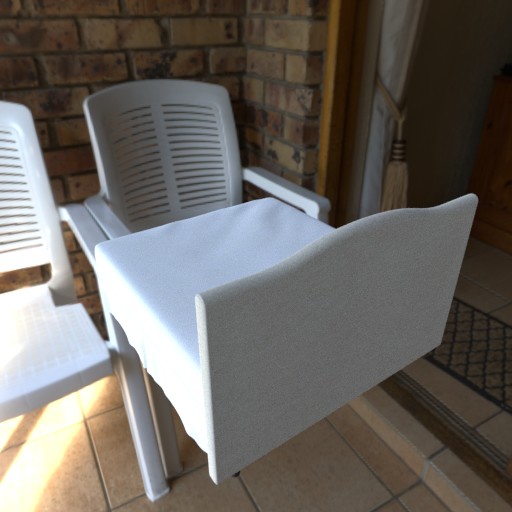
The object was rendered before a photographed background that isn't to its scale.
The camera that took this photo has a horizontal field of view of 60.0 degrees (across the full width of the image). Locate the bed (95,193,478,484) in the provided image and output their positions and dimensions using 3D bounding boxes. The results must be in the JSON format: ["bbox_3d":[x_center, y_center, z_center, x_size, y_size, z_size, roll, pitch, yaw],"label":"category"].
[{"bbox_3d":[0.000,0.000,3.463,2.083,1.421,2.182,-19,34,-30],"label":"bed"}]
